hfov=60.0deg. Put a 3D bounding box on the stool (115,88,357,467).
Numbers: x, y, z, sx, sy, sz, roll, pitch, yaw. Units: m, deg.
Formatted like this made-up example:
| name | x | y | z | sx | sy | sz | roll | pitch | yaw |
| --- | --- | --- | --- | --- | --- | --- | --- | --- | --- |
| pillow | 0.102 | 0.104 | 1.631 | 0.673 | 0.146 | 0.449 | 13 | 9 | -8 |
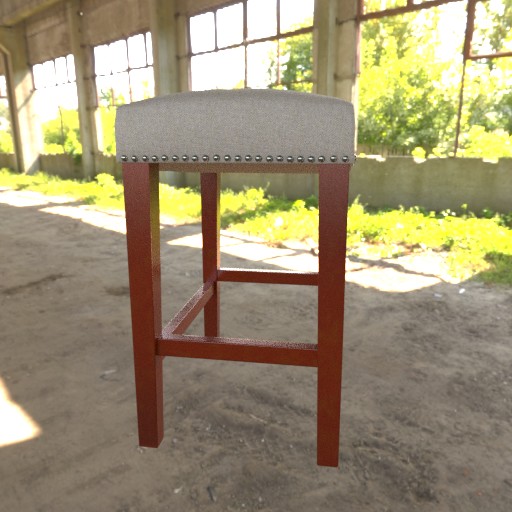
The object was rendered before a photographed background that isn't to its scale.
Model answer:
| name | x | y | z | sx | sy | sz | roll | pitch | yaw |
| --- | --- | --- | --- | --- | --- | --- | --- | --- | --- |
| stool | 0.000 | 0.000 | 0.957 | 0.375 | 0.632 | 0.509 | 2 | 14 | 9 |
